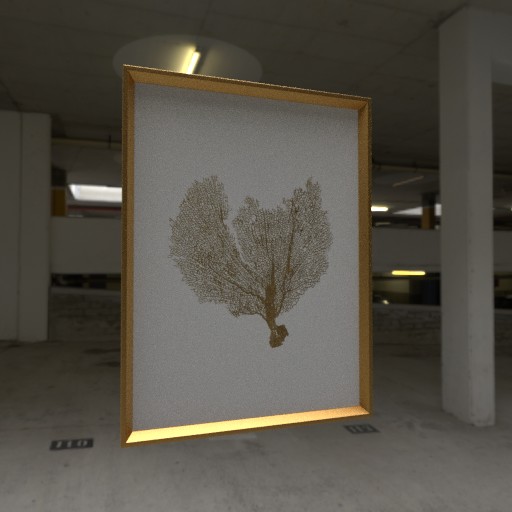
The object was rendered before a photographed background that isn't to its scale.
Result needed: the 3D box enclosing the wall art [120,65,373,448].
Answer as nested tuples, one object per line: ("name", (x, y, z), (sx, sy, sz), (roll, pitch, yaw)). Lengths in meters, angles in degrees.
("wall art", (0.000, 0.000, 1.050), (0.610, 0.812, 0.038), (0, -1, -18))
